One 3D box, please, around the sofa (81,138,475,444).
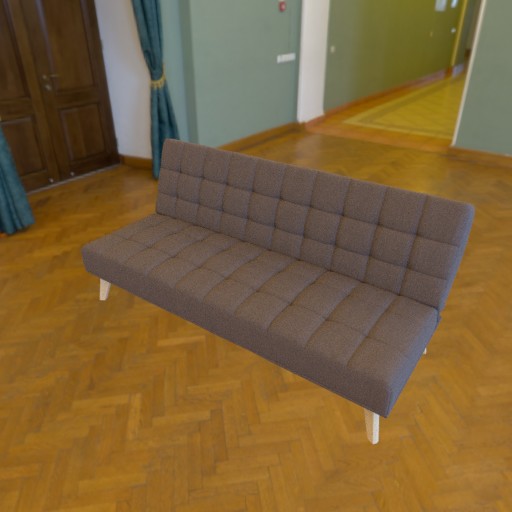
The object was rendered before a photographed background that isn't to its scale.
[{"bbox_3d":[0.000,0.000,2.276,1.800,0.810,0.860,19,35,30],"label":"sofa"}]
